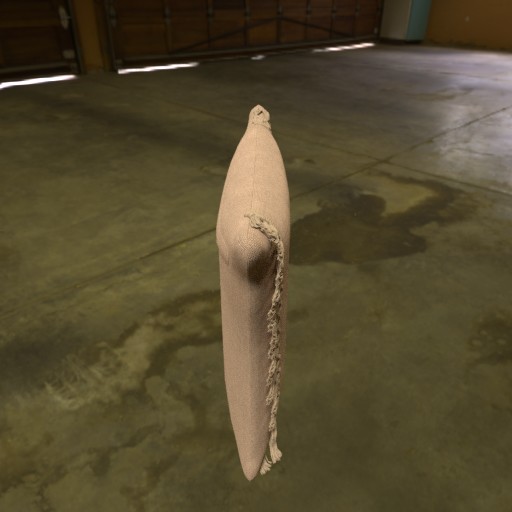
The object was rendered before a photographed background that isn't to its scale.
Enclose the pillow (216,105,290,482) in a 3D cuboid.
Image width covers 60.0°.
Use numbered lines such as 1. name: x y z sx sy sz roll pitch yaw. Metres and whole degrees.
1. pillow: 0.000 0.000 0.601 0.084 0.305 0.466 1 31 1
